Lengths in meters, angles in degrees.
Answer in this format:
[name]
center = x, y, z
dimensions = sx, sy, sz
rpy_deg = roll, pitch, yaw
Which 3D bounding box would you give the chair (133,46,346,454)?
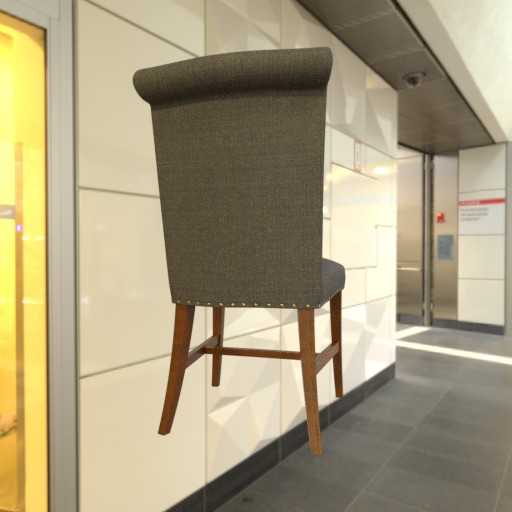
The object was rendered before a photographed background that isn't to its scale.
[chair]
center = 0.000, 0.000, 1.344
dimensions = 0.513, 0.988, 0.608
rpy_deg = 0, 1, 16
